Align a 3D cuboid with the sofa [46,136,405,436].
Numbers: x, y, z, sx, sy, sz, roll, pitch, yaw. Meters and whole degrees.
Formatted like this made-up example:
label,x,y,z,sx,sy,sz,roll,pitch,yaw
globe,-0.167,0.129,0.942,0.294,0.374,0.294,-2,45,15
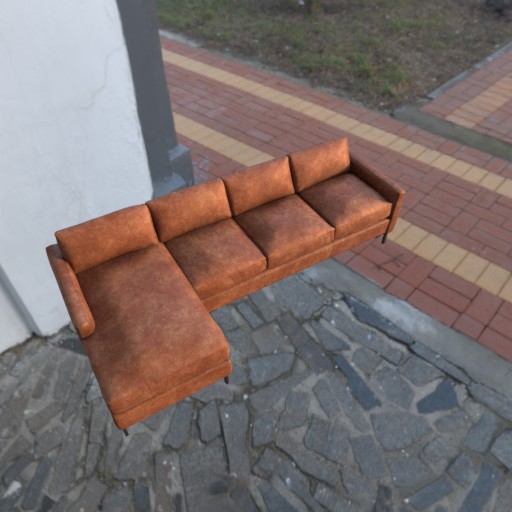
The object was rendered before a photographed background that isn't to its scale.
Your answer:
label,x,y,z,sx,sy,sz,roll,pitch,yaw
sofa,0.000,0.000,3.709,2.993,0.859,1.471,-23,49,-21
